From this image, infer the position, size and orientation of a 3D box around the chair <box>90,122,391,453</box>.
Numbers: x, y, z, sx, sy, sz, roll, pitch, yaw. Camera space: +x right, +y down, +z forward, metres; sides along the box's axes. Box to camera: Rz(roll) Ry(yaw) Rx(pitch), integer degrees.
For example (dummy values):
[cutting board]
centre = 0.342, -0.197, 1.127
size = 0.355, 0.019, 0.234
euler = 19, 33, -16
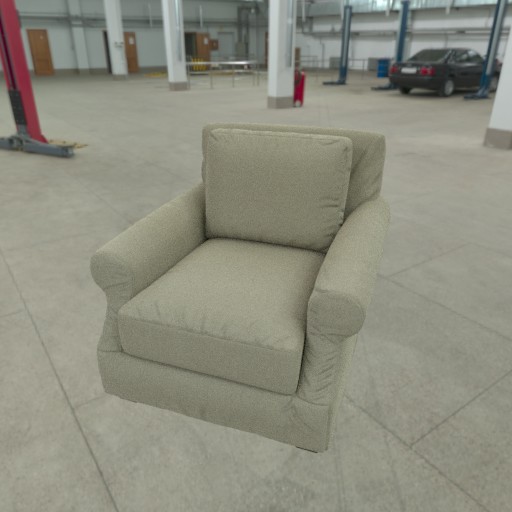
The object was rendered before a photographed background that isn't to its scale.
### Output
[chair]
centre = 0.000, 0.000, 1.732
size = 0.940, 0.866, 1.066
euler = 9, 27, 17
